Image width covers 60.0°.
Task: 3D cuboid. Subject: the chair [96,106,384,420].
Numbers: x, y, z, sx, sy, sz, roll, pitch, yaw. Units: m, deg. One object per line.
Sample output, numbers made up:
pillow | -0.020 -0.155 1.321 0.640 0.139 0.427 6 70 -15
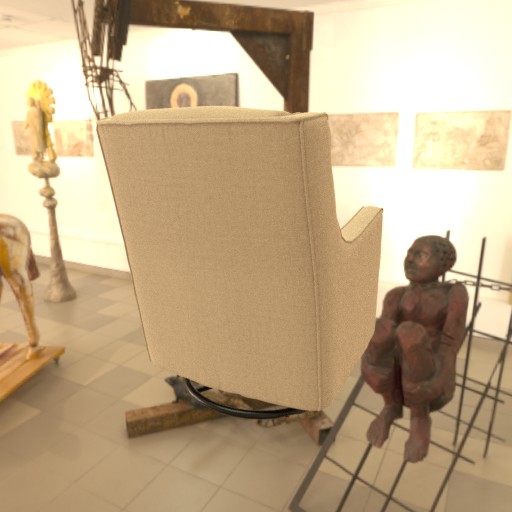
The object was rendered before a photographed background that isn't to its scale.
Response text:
chair | 0.000 0.000 1.604 0.732 0.993 0.879 8 17 26
